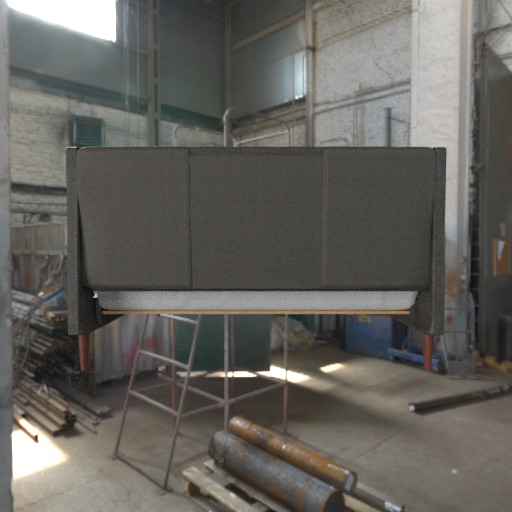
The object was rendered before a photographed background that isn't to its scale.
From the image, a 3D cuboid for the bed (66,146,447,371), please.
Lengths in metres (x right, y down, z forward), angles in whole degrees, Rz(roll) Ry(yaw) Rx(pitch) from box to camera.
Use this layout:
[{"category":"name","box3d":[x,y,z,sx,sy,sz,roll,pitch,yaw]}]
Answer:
[{"category":"bed","box3d":[0.000,0.000,3.219,1.903,1.158,2.031,0,2,0]}]
